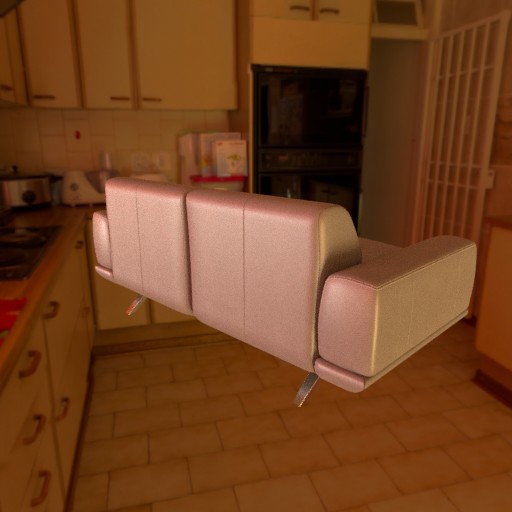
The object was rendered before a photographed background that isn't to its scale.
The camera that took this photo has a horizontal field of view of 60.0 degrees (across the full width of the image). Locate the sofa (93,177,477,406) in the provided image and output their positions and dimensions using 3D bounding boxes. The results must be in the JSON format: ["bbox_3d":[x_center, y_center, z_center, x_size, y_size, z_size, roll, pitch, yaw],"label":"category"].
[{"bbox_3d":[0.000,0.000,2.310,1.901,0.772,0.900,15,21,43],"label":"sofa"}]
